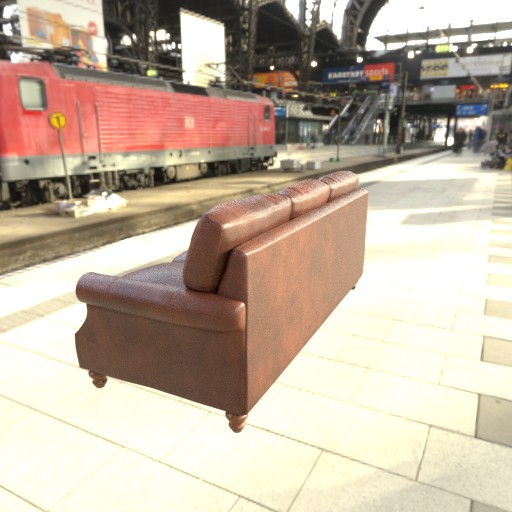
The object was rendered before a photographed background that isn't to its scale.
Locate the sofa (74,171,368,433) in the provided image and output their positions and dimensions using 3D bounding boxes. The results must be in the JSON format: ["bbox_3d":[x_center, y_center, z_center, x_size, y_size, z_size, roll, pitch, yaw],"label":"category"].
[{"bbox_3d":[0.000,0.000,2.886,0.973,0.977,2.351,7,17,25],"label":"sofa"}]
